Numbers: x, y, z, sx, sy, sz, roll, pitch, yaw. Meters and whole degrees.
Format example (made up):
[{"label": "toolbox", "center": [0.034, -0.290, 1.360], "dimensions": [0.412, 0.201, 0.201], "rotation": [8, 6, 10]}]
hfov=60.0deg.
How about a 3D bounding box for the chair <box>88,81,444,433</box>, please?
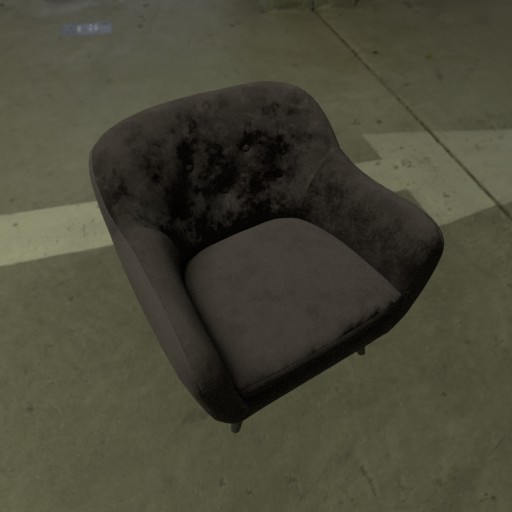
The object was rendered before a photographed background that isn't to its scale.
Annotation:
[{"label": "chair", "center": [0.000, 0.000, 1.466], "dimensions": [0.840, 0.807, 0.819], "rotation": [-24, 51, -21]}]
